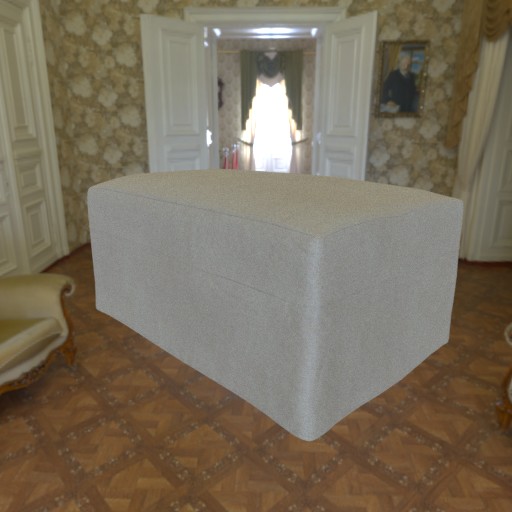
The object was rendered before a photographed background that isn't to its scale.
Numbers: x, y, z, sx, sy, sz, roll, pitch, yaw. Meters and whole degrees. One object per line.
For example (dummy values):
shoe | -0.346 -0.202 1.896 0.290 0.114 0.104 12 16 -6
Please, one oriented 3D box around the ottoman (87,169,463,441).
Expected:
ottoman | 0.000 0.000 1.205 0.590 0.444 0.872 -15 22 -42
